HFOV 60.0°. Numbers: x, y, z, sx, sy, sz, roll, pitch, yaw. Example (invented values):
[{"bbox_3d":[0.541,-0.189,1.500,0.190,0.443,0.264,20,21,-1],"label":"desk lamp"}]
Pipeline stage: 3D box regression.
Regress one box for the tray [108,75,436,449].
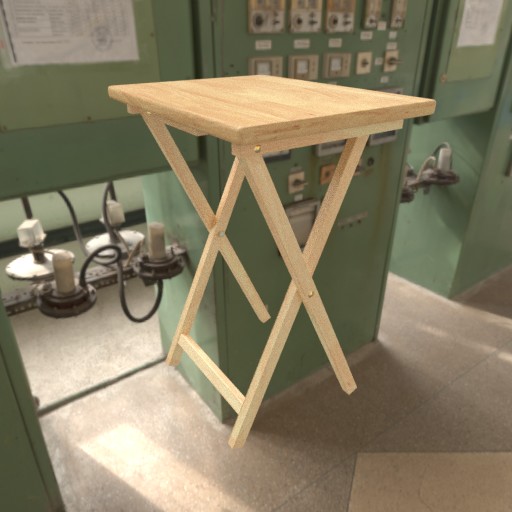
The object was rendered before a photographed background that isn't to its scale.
[{"bbox_3d":[0.000,0.000,0.944,0.381,0.660,0.483,-18,33,-30],"label":"tray"}]
